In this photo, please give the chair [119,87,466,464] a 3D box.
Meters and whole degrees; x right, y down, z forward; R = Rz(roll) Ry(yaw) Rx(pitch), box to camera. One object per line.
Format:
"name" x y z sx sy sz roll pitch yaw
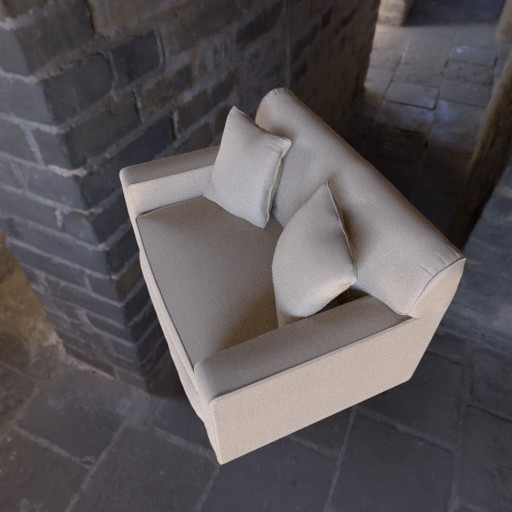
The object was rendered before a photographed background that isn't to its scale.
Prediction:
"chair" 0.000 0.000 2.069 1.000 0.948 1.383 -18 49 -16
